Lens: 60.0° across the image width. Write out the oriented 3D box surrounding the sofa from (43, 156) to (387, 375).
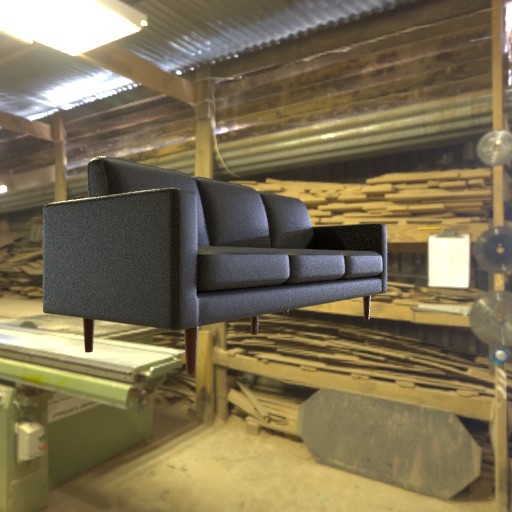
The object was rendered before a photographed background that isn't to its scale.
[{"bbox_3d":[0.000,0.000,2.535,0.879,0.899,2.029,0,0,36],"label":"sofa"}]
